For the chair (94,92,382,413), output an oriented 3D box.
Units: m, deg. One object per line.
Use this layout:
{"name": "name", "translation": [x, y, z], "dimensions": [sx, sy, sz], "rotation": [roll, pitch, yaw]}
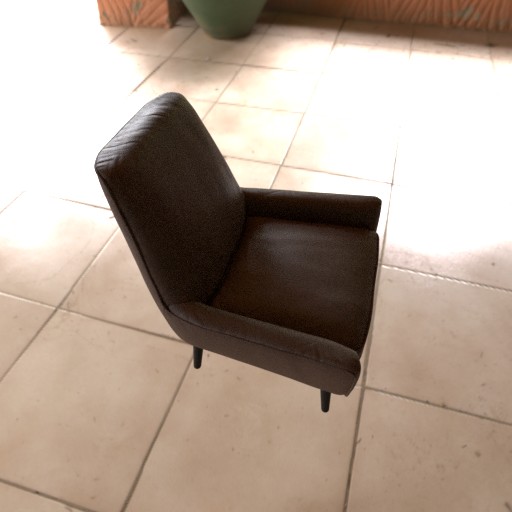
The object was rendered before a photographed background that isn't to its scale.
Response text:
{"name": "chair", "translation": [0.000, 0.000, 1.525], "dimensions": [0.824, 0.888, 0.787], "rotation": [11, 46, 11]}
